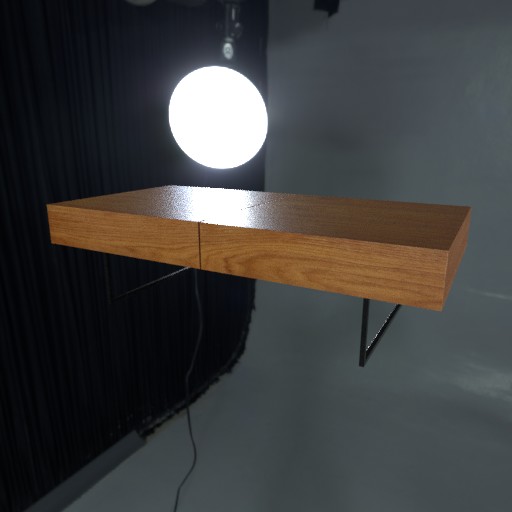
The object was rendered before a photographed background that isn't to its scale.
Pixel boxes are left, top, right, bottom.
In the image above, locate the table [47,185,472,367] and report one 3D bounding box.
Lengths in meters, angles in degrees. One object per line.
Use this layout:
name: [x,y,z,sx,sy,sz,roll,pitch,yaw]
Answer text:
table: [0.000,0.000,1.442,1.194,0.330,0.610,8,18,28]
